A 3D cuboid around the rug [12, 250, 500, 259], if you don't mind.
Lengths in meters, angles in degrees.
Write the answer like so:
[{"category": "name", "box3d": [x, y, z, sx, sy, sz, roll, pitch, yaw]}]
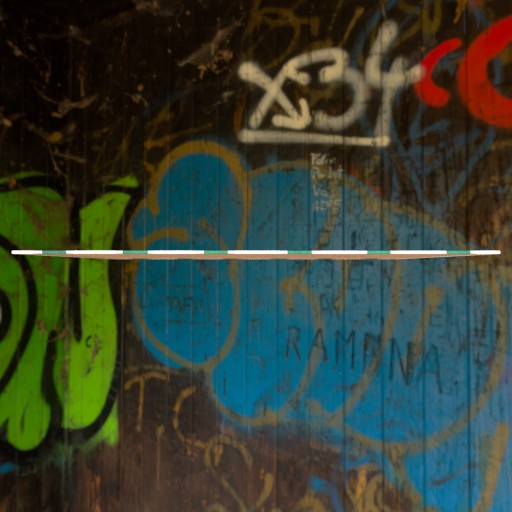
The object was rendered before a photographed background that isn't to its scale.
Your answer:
[{"category": "rug", "box3d": [0.000, 0.000, 2.257, 1.829, 0.012, 1.210, 0, -1, 0]}]
